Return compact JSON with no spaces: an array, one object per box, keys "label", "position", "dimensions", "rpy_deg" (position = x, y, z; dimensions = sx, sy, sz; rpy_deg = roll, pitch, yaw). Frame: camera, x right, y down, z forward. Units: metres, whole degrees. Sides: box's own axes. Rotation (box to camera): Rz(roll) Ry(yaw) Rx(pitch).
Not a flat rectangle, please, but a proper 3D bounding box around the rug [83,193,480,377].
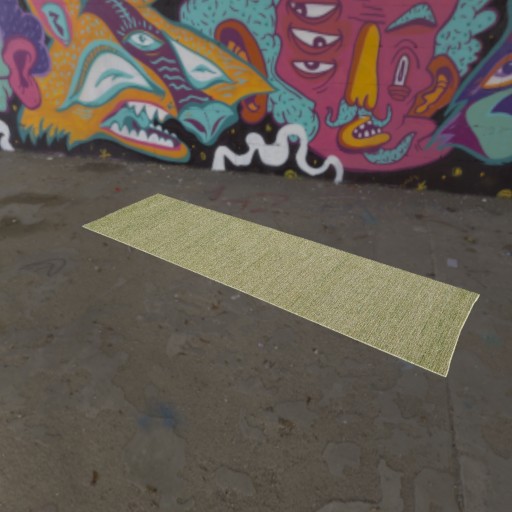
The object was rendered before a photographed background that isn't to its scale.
[{"label":"rug","position":[0.000,0.000,2.594],"dimensions":[2.340,0.013,0.686],"rpy_deg":[20,36,30]}]
